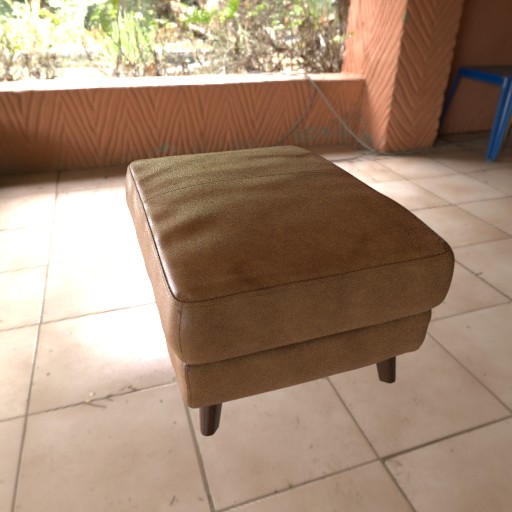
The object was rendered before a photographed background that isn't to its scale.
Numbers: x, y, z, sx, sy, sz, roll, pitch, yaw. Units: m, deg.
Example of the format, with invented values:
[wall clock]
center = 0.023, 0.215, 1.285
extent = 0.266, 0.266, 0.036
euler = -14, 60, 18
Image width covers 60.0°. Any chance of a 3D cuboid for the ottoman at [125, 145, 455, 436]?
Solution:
[ottoman]
center = 0.000, 0.000, 1.241
extent = 0.630, 0.461, 0.869
euler = -10, 31, -17
